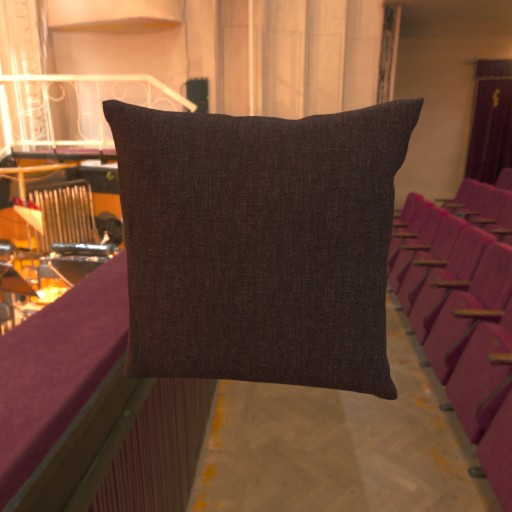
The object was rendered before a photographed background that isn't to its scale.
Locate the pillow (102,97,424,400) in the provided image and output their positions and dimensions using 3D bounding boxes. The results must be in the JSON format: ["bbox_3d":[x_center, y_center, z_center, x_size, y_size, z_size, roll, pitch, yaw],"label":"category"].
[{"bbox_3d":[0.000,0.000,0.758,0.510,0.510,0.145,2,16,7],"label":"pillow"}]
